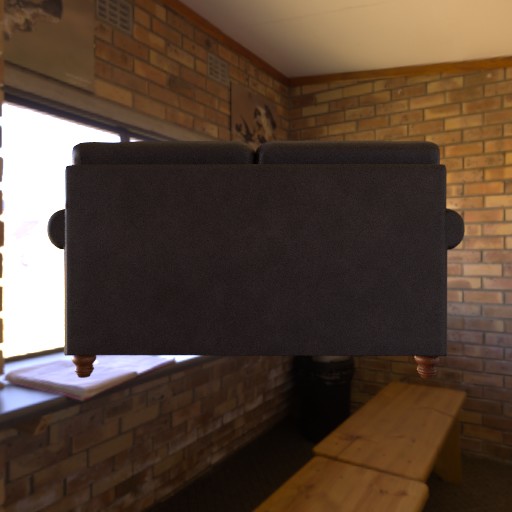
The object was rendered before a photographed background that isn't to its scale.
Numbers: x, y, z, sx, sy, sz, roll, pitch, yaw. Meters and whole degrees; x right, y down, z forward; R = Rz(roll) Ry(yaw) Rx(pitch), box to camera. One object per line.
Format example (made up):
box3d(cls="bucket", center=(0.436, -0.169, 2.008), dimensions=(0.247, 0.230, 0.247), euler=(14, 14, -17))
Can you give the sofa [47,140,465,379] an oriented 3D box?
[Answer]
box3d(cls="sofa", center=(0.000, 0.000, 2.249), dimensions=(1.663, 0.979, 1.030), euler=(0, 0, 1))
